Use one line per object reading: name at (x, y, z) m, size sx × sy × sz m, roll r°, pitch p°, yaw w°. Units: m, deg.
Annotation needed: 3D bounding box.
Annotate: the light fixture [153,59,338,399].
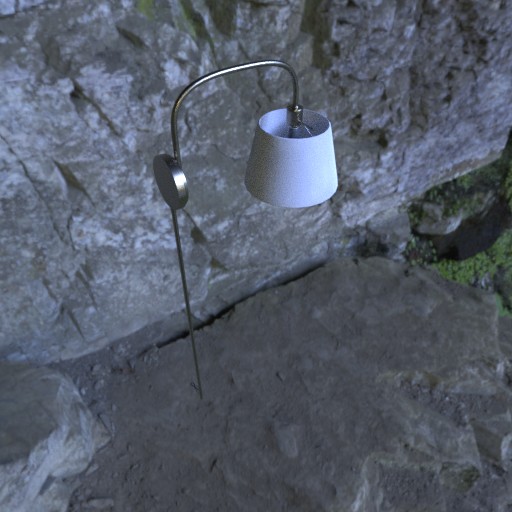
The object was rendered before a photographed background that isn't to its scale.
light fixture at (0.000, 0.000, 0.473) m, size 0.176 × 0.399 × 0.092 m, roll -25°, pitch 47°, yaw -25°
